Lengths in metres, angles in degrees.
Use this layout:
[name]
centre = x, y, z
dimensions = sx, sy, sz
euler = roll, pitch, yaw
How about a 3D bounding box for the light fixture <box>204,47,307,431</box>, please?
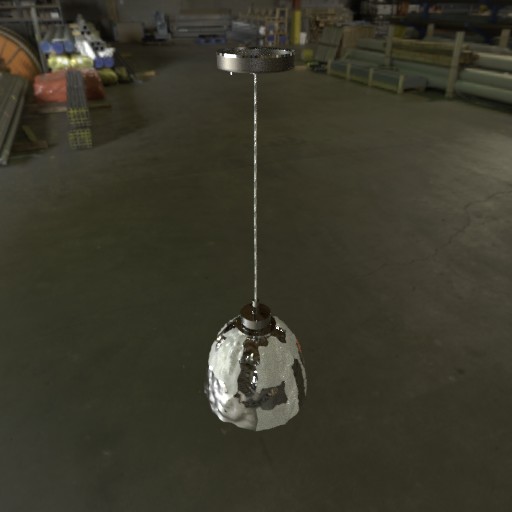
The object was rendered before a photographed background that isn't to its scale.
[light fixture]
centre = 0.000, 0.000, 1.791
dimensions = 0.496, 1.511, 0.500
euler = -20, 36, -30
